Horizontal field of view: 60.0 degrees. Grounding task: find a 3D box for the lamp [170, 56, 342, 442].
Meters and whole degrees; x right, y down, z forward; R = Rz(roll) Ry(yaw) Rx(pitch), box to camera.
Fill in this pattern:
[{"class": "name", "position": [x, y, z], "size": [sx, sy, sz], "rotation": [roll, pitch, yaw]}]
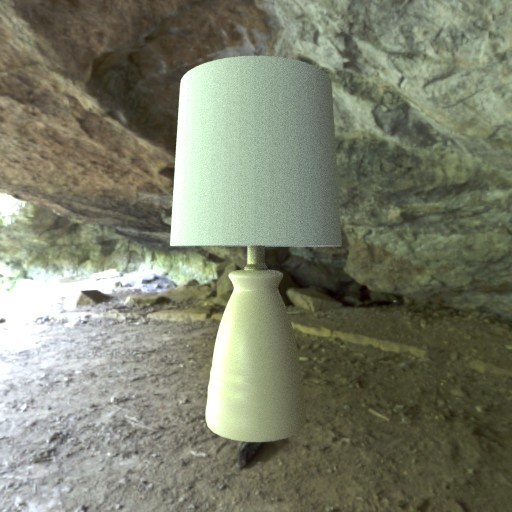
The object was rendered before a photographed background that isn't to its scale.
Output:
[{"class": "lamp", "position": [0.000, 0.000, 0.490], "size": [0.186, 0.369, 0.186], "rotation": [0, 1, 0]}]
